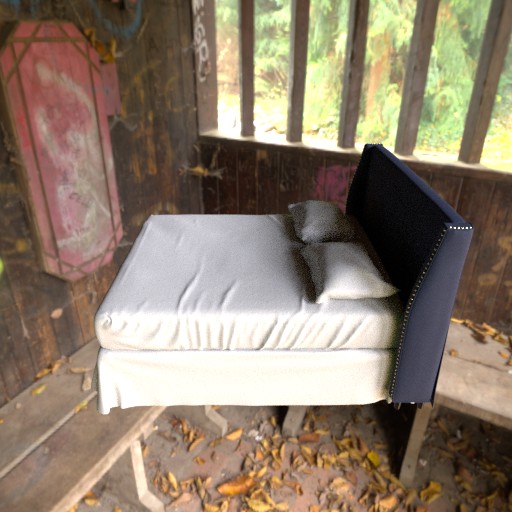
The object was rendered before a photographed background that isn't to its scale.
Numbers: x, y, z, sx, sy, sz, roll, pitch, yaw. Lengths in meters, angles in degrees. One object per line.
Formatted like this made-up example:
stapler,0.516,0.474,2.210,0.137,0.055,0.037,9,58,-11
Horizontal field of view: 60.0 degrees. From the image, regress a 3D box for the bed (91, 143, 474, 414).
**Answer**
bed,0.000,0.000,3.414,2.276,1.332,1.925,0,27,0
